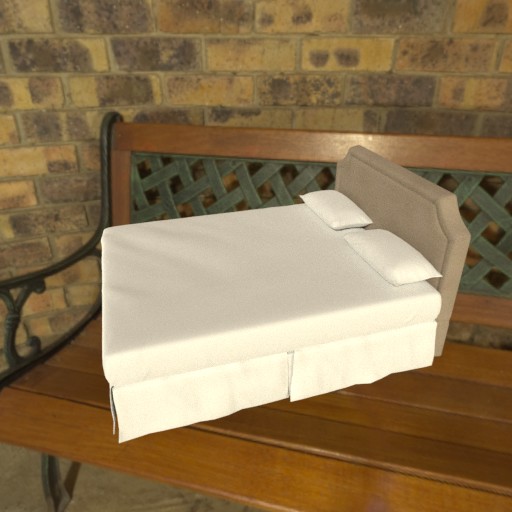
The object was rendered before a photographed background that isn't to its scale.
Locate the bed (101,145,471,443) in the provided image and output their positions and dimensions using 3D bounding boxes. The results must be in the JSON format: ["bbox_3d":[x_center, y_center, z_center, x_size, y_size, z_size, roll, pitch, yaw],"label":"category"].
[{"bbox_3d":[0.000,0.000,3.609,2.498,1.293,1.977,-8,30,-15],"label":"bed"}]
